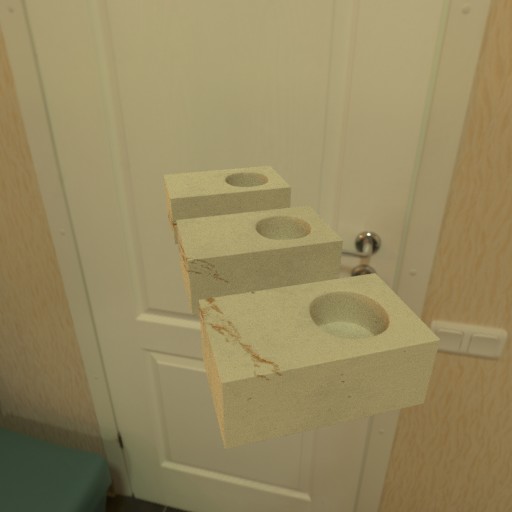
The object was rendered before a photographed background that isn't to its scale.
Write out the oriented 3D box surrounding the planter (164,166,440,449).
[{"bbox_3d":[0.000,0.000,0.390,0.127,0.051,0.333,-8,30,-13],"label":"planter"}]
